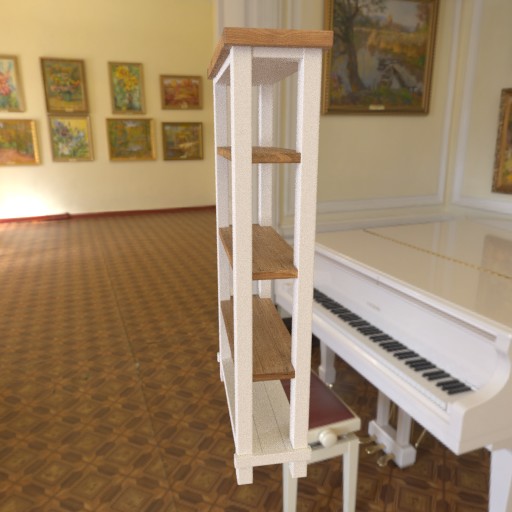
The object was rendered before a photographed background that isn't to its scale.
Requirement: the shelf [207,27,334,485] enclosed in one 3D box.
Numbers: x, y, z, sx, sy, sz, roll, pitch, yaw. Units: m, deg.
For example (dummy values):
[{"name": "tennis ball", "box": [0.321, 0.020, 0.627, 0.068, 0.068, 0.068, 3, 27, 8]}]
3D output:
[{"name": "shelf", "box": [0.000, 0.000, 2.241, 0.381, 1.878, 1.022, -2, 16, -9]}]
